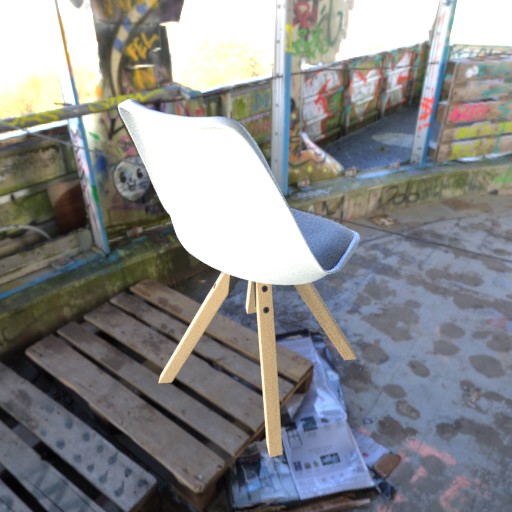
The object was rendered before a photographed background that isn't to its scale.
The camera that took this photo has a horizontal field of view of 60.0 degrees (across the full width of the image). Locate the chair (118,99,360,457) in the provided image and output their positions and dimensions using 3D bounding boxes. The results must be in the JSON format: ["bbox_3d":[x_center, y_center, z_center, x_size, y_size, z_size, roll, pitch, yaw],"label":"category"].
[{"bbox_3d":[0.000,0.000,1.173,0.485,0.850,0.550,21,37,31],"label":"chair"}]
